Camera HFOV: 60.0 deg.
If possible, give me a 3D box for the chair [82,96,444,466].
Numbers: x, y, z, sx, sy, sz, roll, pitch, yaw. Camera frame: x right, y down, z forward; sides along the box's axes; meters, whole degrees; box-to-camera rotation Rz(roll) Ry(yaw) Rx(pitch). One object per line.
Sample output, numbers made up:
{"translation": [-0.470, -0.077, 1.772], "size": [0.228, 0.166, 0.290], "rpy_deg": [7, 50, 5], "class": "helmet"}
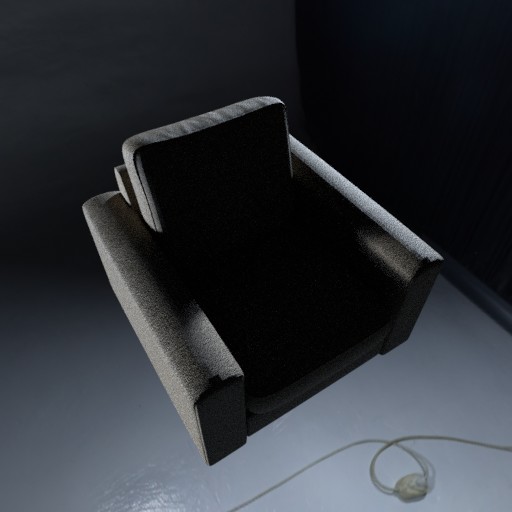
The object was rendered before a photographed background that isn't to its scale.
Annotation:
{"translation": [0.000, 0.000, 1.734], "size": [1.005, 0.873, 1.016], "rpy_deg": [-25, 52, -21], "class": "chair"}
